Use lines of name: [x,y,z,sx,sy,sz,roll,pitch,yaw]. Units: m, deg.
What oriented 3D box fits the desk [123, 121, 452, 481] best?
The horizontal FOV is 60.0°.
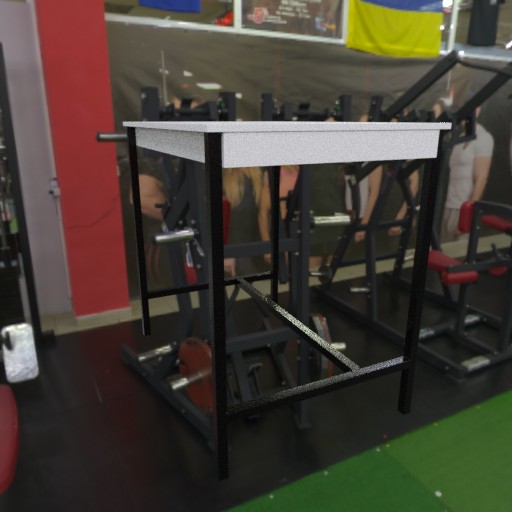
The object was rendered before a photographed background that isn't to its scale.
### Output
desk: [0.000,0.000,1.326,0.573,0.766,0.811,-8,19,-24]
